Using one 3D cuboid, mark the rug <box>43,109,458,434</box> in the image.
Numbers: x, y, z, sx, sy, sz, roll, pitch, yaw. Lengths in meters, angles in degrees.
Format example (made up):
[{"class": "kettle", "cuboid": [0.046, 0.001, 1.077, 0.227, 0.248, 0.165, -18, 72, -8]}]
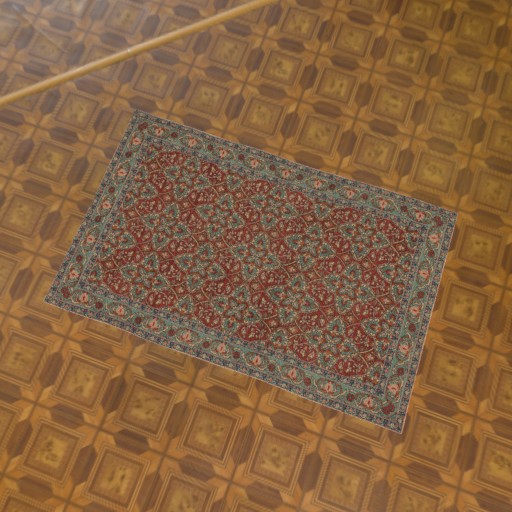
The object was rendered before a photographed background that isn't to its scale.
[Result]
[{"class": "rug", "cuboid": [0.000, 0.000, 3.002, 2.439, 0.011, 1.533, 19, 76, 5]}]
